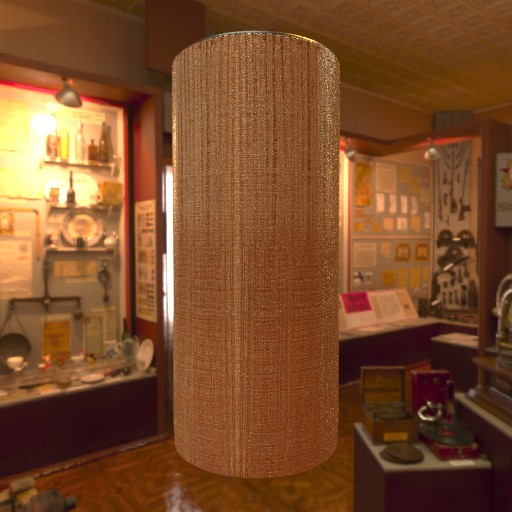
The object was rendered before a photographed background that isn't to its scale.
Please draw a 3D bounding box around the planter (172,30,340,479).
[{"bbox_3d":[0.000,0.000,0.271,0.100,0.227,0.100,-1,2,-36],"label":"planter"}]
